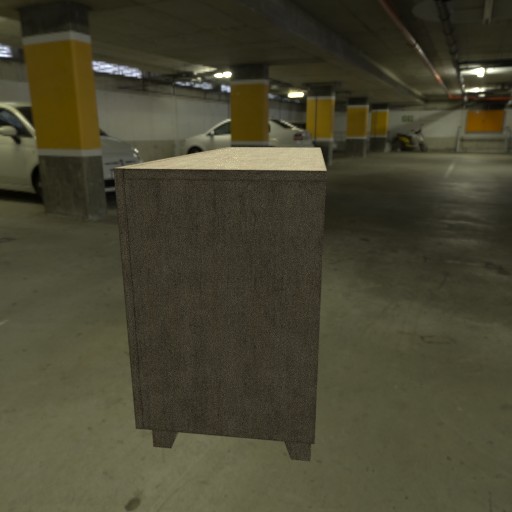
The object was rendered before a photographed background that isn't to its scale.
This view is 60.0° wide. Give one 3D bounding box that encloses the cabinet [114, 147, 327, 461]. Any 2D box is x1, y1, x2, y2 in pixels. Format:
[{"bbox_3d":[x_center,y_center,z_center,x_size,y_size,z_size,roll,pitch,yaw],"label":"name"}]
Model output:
[{"bbox_3d":[0.000,0.000,1.836,0.511,0.825,1.460,2,16,7],"label":"cabinet"}]
